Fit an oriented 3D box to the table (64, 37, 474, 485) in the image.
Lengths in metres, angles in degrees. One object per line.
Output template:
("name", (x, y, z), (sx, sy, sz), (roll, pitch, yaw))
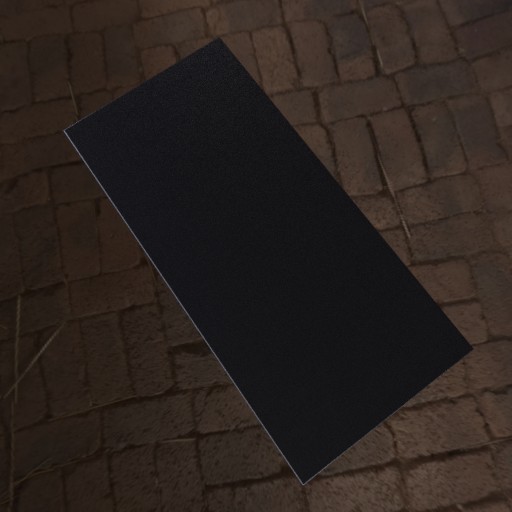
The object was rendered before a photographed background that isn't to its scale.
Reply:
("table", (0.000, 0.000, 1.285), (0.483, 0.457, 1.016), (-35, 79, -8))
